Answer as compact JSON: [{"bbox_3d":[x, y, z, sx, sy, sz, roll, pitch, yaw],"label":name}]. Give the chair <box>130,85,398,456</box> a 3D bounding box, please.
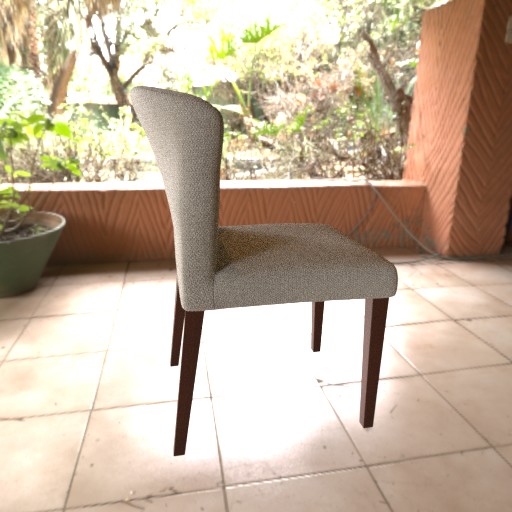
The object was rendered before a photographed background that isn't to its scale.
[{"bbox_3d":[0.000,0.000,1.188,0.589,0.839,0.491,-3,17,-11],"label":"chair"}]
